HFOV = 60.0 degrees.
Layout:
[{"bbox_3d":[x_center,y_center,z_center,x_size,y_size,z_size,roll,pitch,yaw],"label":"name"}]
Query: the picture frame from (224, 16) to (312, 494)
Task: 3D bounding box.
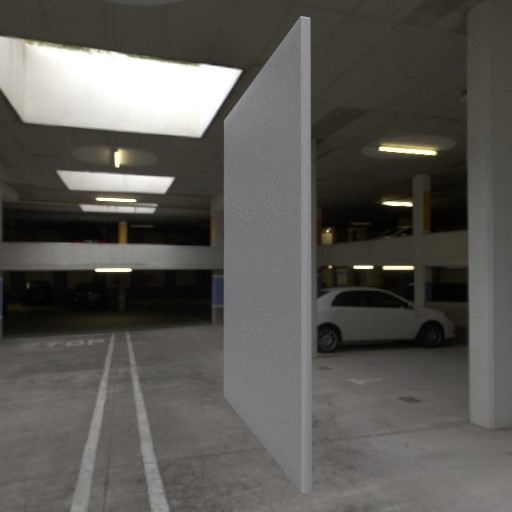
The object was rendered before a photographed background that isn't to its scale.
[{"bbox_3d":[0.000,0.000,0.677,0.012,0.534,0.381,0,-1,-17],"label":"picture frame"}]
